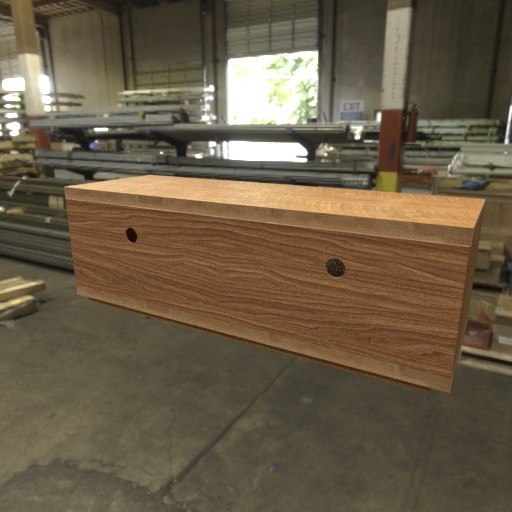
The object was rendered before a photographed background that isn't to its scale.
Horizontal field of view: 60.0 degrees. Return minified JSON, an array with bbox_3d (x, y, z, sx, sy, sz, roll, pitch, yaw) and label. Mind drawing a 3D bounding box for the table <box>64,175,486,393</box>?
[{"bbox_3d":[0.000,0.000,1.709,1.499,0.491,0.499,9,19,28],"label":"table"}]
